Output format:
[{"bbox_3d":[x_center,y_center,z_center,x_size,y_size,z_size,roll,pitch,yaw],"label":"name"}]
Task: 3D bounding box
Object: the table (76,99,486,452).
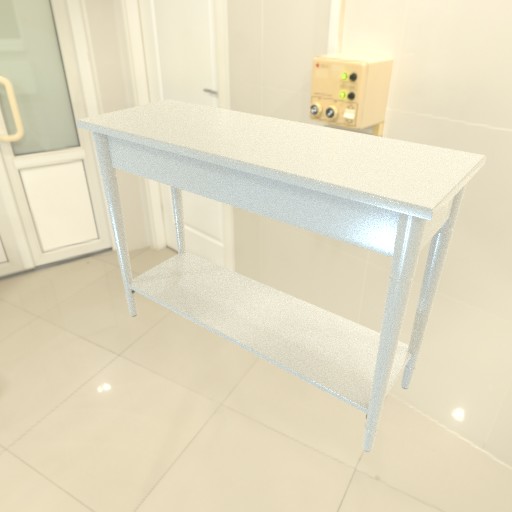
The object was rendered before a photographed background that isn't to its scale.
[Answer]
[{"bbox_3d":[0.000,0.000,1.374,1.067,0.749,0.381,21,37,31],"label":"table"}]
